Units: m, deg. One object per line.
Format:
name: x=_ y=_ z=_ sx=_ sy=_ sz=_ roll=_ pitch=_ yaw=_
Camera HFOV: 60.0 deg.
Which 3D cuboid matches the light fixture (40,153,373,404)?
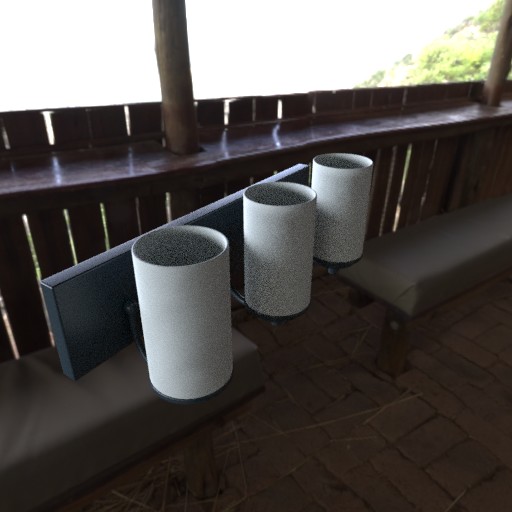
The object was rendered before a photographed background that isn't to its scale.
light fixture: x=0.000 y=0.000 z=0.535 sx=0.145 sy=0.172 sz=0.451 roll=18 pitch=32 yaw=31
